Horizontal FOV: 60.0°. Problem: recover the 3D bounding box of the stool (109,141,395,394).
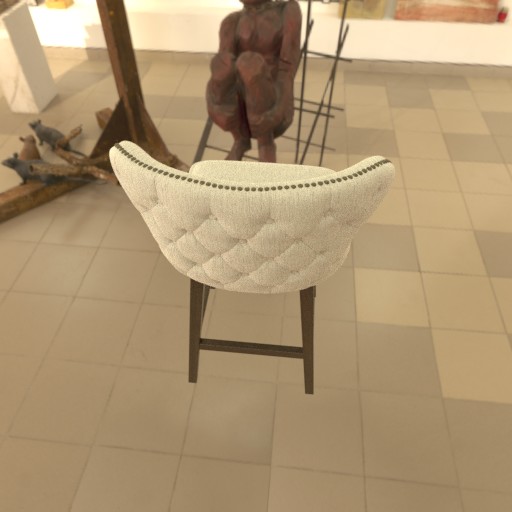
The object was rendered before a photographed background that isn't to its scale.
[{"bbox_3d":[0.000,0.000,1.352,0.615,0.972,0.597,4,47,4],"label":"stool"}]
